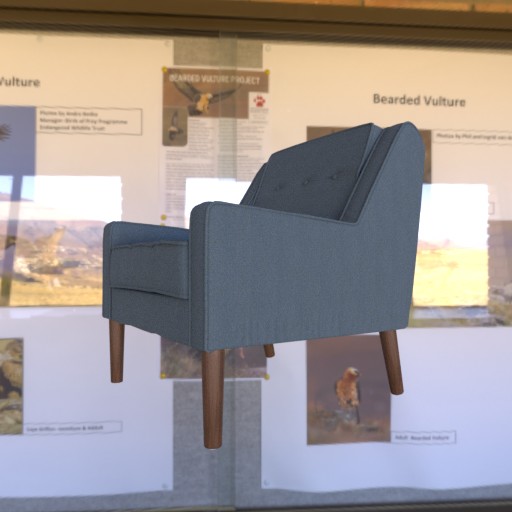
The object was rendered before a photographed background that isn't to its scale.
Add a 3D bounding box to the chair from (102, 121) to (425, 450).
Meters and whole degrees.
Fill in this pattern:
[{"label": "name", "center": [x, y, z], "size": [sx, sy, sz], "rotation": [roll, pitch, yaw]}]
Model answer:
[{"label": "chair", "center": [0.000, 0.000, 1.318], "size": [0.733, 0.780, 0.663], "rotation": [0, -1, -36]}]
